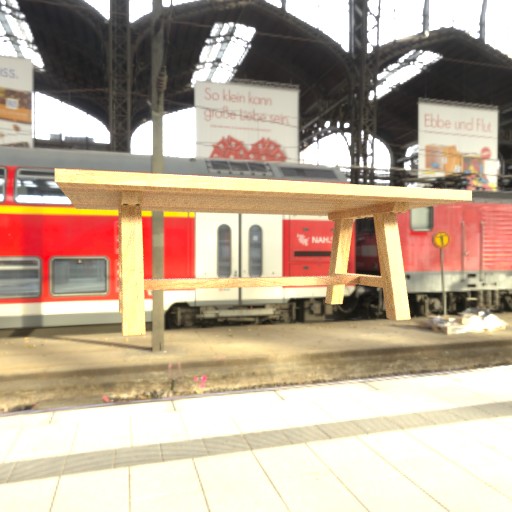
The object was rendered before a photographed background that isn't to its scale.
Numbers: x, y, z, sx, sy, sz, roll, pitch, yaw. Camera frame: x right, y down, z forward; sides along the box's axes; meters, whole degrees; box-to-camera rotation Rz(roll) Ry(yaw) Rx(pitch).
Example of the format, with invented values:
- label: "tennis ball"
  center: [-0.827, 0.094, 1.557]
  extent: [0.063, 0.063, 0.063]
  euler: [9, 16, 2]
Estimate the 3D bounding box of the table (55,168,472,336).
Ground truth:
- label: "table"
  center: [0.000, 0.000, 1.687]
  extent: [1.320, 0.455, 0.760]
  euler: [0, 1, -18]
